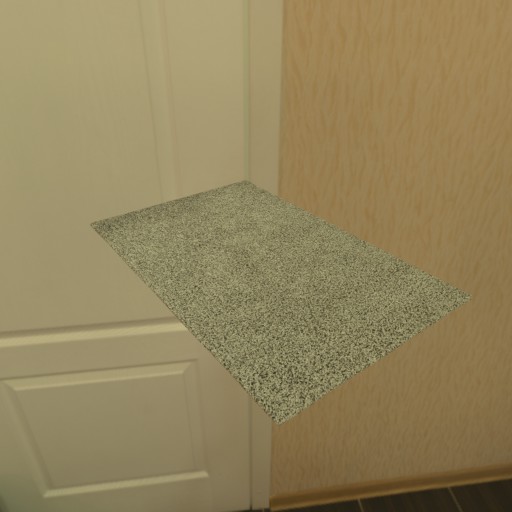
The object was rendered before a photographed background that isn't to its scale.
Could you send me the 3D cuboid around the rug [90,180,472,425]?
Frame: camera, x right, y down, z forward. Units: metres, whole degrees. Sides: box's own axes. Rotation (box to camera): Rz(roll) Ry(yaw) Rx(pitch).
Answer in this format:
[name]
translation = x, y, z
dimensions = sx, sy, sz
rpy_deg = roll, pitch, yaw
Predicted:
[rug]
translation = 0.000, 0.000, 3.608
dimensions = 1.778, 0.030, 2.743
rpy_deg = -21, 37, -31
